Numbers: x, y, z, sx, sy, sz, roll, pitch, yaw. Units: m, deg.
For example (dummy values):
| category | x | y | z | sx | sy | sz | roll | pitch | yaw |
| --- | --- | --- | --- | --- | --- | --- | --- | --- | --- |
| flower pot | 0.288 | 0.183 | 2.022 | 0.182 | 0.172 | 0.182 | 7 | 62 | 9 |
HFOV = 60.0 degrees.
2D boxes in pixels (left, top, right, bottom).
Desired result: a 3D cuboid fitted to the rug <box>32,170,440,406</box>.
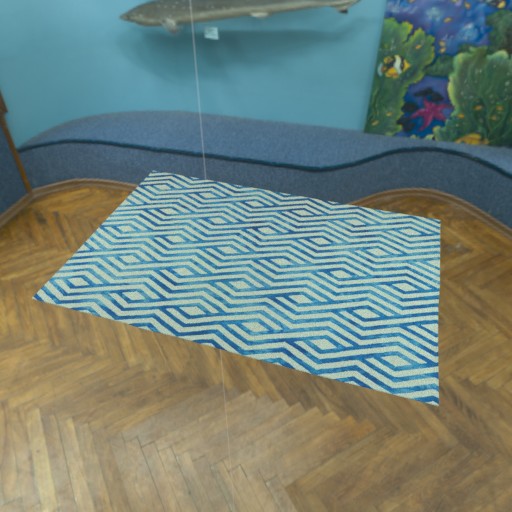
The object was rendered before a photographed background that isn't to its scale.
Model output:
| category | x | y | z | sx | sy | sz | roll | pitch | yaw |
| --- | --- | --- | --- | --- | --- | --- | --- | --- | --- |
| rug | 0.000 | 0.000 | 2.312 | 1.830 | 0.008 | 1.225 | 12 | 43 | 13 |
